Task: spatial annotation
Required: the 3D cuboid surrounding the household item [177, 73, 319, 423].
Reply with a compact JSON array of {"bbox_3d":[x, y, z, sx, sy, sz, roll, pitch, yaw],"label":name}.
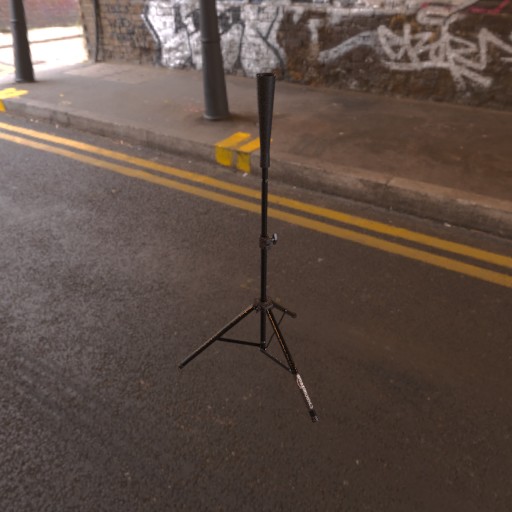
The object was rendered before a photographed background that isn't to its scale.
[{"bbox_3d":[0.000,0.000,1.411,0.559,1.067,0.559,-10,33,-16],"label":"household item"}]
